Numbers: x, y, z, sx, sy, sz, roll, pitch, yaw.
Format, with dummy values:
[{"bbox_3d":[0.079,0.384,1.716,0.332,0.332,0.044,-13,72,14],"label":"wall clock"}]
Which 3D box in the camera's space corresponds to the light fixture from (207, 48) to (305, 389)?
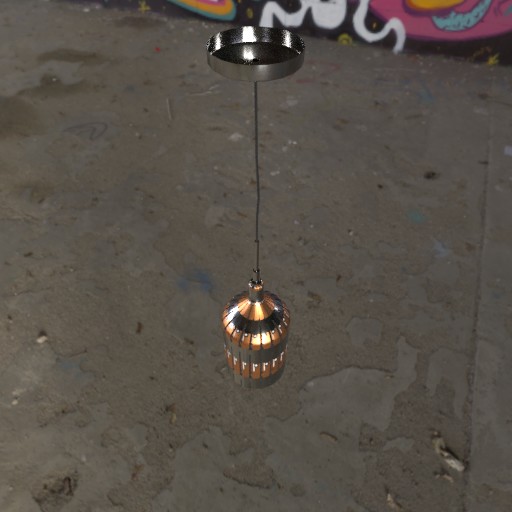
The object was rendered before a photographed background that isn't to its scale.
[{"bbox_3d":[0.000,0.000,1.668,0.303,1.535,0.303,0,46,0],"label":"light fixture"}]
